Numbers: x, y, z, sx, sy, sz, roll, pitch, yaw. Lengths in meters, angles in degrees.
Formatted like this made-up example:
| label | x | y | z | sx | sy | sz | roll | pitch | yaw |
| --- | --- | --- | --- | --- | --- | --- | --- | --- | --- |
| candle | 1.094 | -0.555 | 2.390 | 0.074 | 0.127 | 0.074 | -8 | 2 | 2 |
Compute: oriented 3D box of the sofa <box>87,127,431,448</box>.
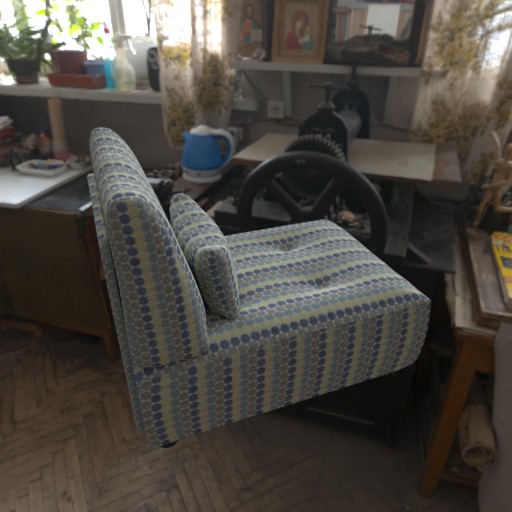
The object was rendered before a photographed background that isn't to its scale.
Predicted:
| label | x | y | z | sx | sy | sz | roll | pitch | yaw |
| --- | --- | --- | --- | --- | --- | --- | --- | --- | --- |
| sofa | 0.000 | 0.000 | 1.552 | 1.000 | 0.820 | 0.700 | -11 | 32 | -18 |
